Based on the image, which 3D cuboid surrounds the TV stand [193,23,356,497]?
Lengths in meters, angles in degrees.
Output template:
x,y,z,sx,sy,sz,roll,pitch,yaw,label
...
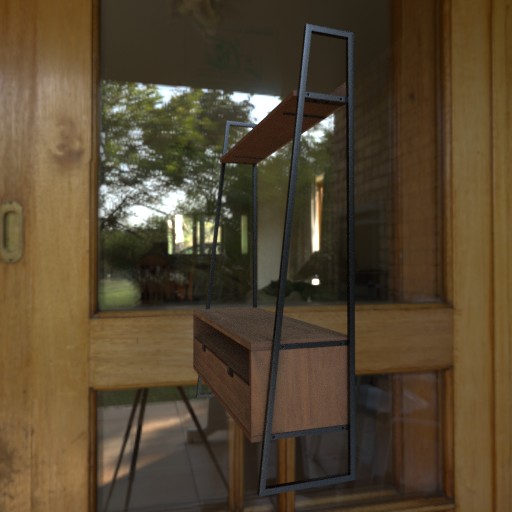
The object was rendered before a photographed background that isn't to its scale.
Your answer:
x,y,z,sx,sy,sz,roll,pitch,yaw,label
0.000,0.000,2.280,0.432,1.772,1.250,0,-1,-18,TV stand
